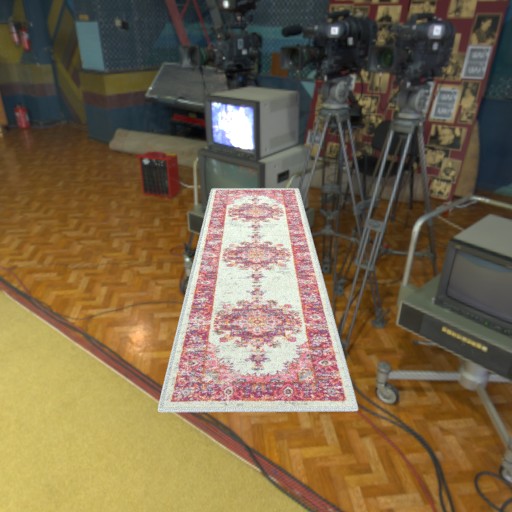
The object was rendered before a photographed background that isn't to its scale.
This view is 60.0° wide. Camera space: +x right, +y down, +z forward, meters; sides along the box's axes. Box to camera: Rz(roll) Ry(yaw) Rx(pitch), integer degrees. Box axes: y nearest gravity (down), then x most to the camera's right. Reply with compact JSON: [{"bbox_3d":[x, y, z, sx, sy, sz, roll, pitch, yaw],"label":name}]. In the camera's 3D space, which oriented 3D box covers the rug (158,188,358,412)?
[{"bbox_3d":[0.000,0.000,2.031,0.562,0.009,1.824,0,28,0],"label":"rug"}]
